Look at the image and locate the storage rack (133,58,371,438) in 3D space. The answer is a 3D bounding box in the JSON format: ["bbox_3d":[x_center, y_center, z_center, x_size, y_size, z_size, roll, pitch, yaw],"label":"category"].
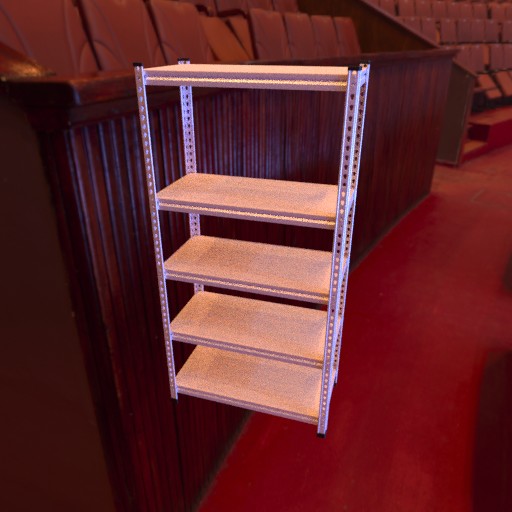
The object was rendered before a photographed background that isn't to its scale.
[{"bbox_3d":[0.000,0.000,2.275,0.914,1.829,0.457,8,27,15],"label":"storage rack"}]
